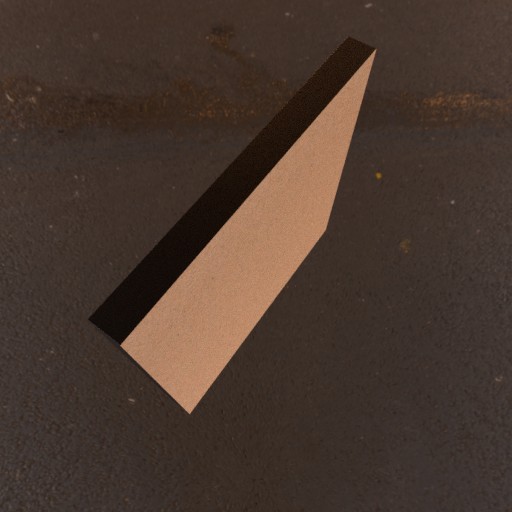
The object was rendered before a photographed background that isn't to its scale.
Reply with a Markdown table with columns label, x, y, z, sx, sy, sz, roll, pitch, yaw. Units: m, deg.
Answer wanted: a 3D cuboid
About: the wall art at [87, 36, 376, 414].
| label | x | y | z | sx | sy | sz | roll | pitch | yaw |
| --- | --- | --- | --- | --- | --- | --- | --- | --- | --- |
| wall art | 0.000 | 0.000 | 0.477 | 0.029 | 0.318 | 0.327 | 33 | 68 | 15 |
